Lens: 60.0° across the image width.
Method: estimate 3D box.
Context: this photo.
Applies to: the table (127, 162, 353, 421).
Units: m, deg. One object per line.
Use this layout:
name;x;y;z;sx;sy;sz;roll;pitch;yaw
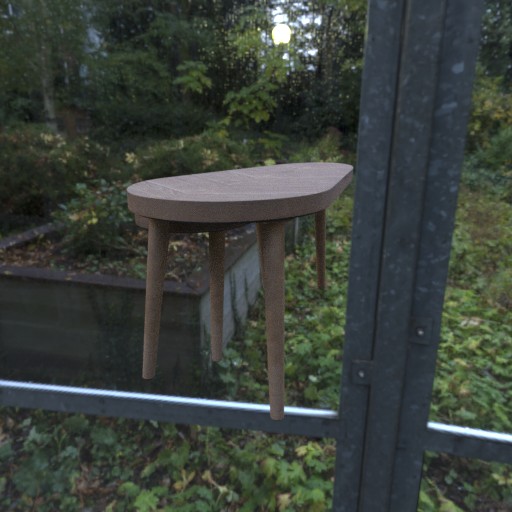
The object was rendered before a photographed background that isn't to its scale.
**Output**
table;0.000;0.000;1.622;0.701;0.595;1.190;8;18;26
